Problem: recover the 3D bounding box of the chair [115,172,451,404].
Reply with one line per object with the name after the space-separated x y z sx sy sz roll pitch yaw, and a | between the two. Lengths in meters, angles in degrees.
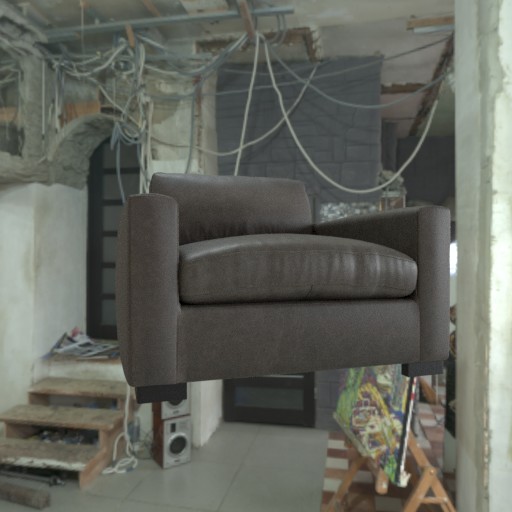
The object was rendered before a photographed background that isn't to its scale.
0.000 0.000 1.830 1.106 0.807 1.080 0 0 -18 | chair
